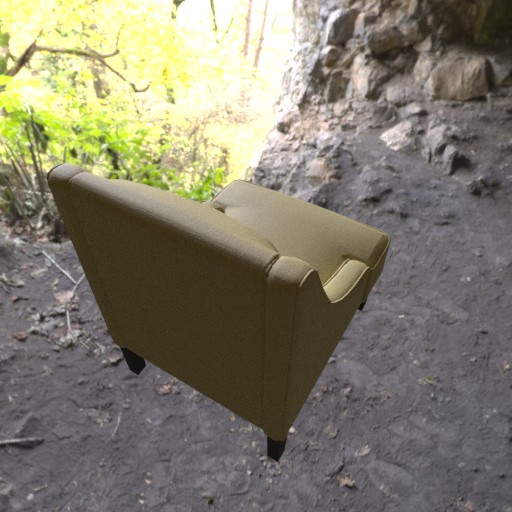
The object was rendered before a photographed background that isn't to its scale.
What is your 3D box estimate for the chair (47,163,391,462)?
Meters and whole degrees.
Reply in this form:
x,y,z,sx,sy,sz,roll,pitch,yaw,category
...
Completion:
x,y,z,sx,sy,sz,roll,pitch,yaw,category
0.000,0.000,1.460,0.696,0.896,0.814,24,50,21,chair
